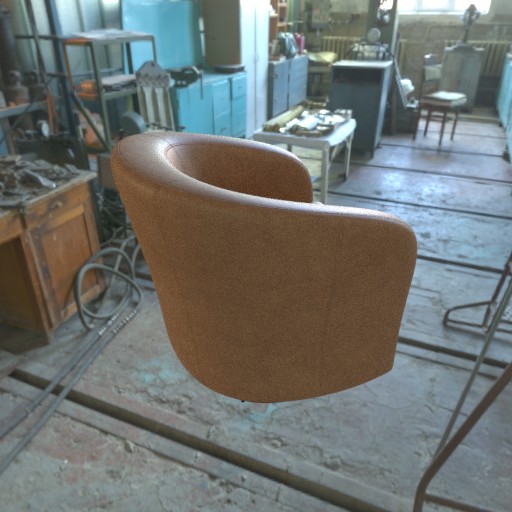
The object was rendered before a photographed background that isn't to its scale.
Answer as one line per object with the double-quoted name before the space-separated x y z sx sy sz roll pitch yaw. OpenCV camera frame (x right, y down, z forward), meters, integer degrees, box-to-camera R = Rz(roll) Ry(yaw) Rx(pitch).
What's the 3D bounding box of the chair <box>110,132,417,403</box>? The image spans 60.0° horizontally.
"chair" 0.000 0.000 1.463 0.815 0.771 0.791 -11 31 -19
